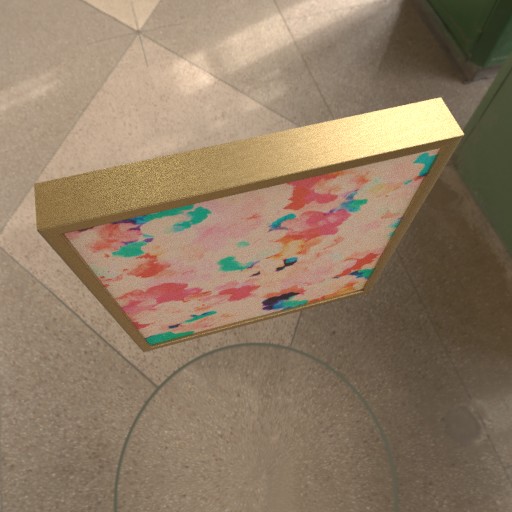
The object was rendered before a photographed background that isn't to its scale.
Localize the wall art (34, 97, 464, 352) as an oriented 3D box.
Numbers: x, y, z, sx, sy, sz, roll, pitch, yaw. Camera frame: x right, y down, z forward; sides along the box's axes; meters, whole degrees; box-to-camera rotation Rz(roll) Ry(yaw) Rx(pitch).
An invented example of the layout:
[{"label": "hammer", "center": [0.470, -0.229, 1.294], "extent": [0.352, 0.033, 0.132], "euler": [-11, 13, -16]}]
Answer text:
[{"label": "wall art", "center": [0.000, 0.000, 0.448], "extent": [0.304, 0.305, 0.038], "euler": [-14, 64, -7]}]
